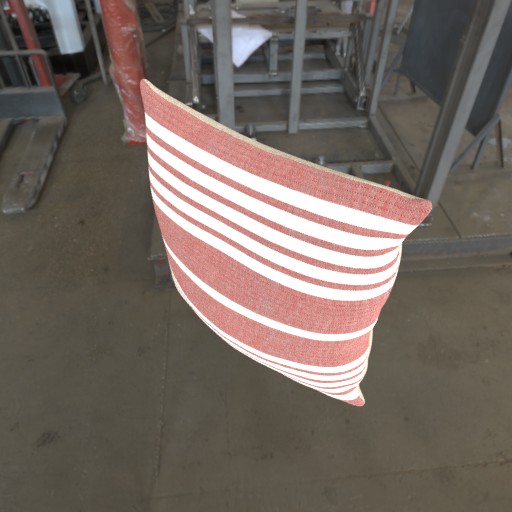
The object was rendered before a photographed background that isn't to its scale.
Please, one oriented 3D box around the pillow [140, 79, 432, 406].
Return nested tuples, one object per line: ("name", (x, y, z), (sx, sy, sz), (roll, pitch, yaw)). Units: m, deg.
("pillow", (0.000, 0.000, 0.667), (0.439, 0.427, 0.182), (30, 52, 27))
